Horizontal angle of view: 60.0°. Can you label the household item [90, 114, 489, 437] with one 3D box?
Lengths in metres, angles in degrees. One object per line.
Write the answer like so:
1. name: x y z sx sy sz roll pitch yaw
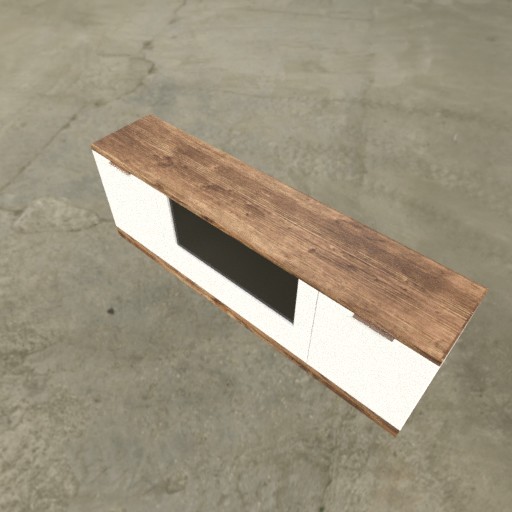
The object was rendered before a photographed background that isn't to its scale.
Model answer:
1. household item: 0.000 0.000 2.063 1.800 0.615 0.390 32 55 26
